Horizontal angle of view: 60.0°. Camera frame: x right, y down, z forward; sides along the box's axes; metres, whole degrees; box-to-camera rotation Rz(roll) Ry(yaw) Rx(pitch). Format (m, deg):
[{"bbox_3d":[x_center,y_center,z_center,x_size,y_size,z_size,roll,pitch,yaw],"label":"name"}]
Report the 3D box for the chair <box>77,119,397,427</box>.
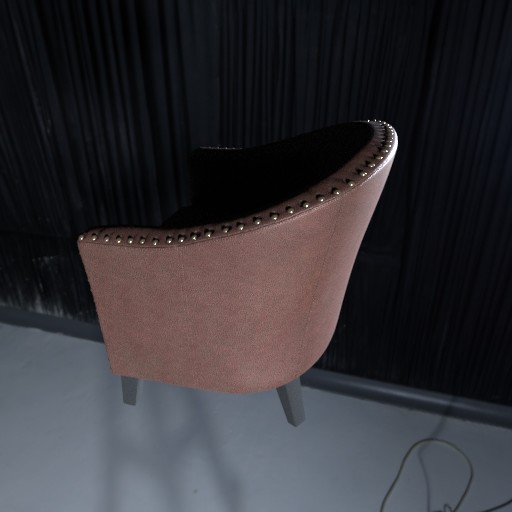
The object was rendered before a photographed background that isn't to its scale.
[{"bbox_3d":[0.000,0.000,1.412,0.748,0.823,0.794,8,31,13],"label":"chair"}]
